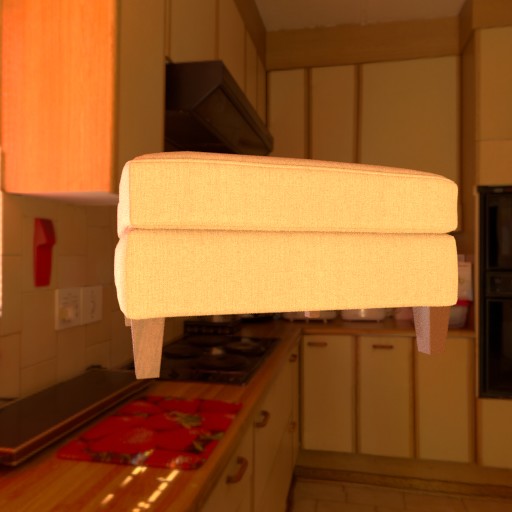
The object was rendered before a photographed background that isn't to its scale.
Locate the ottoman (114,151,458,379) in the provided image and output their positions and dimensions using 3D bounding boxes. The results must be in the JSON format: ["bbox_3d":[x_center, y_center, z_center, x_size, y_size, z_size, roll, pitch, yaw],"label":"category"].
[{"bbox_3d":[0.000,0.000,1.384,0.838,0.503,0.838,0,0,-18],"label":"ottoman"}]
